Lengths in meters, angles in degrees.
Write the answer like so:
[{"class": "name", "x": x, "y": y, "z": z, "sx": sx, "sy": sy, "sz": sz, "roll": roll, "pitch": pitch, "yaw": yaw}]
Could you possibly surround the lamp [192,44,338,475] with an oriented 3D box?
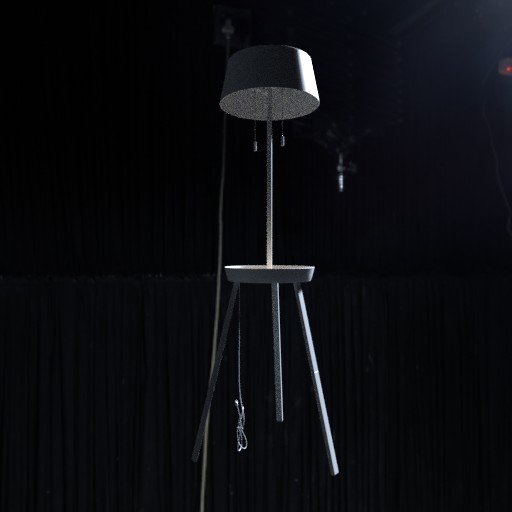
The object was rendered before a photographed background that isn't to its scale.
[{"class": "lamp", "x": 0.000, "y": 0.000, "z": 1.614, "sx": 0.468, "sy": 1.429, "sz": 0.508, "roll": 0, "pitch": 1, "yaw": -19}]
